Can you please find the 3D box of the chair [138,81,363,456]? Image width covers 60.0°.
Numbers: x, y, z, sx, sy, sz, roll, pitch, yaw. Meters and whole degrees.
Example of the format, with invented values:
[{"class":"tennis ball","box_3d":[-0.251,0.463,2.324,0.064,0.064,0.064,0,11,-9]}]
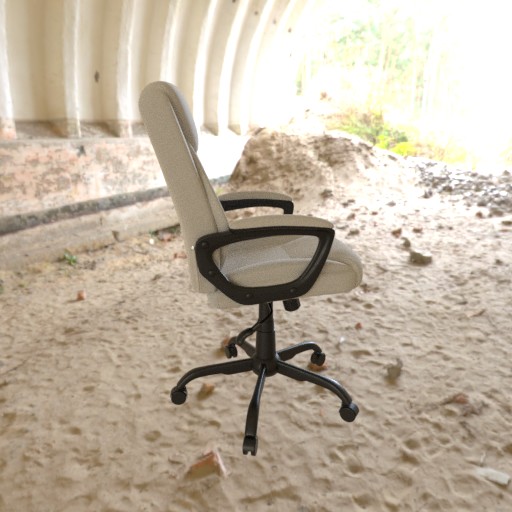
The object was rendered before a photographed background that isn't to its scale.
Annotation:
[{"class":"chair","box_3d":[0.000,0.000,1.485,0.669,1.065,0.663,-2,16,-8]}]
